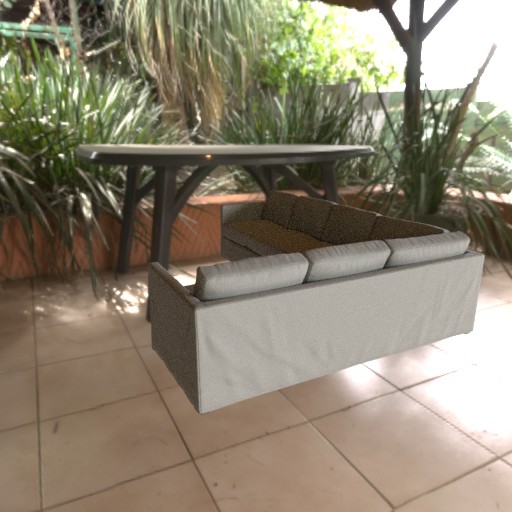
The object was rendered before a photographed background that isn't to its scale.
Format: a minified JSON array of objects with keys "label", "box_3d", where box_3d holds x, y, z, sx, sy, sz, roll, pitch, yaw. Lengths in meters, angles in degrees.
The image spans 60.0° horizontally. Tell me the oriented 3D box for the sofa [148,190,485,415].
[{"label":"sofa","box_3d":[0.000,0.000,4.350,2.432,0.871,3.182,-8,18,-26]}]
